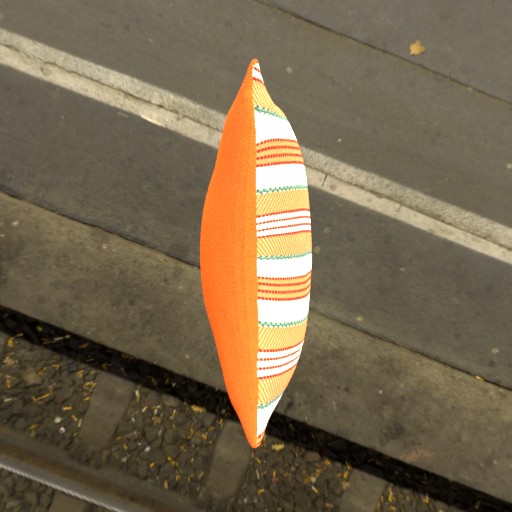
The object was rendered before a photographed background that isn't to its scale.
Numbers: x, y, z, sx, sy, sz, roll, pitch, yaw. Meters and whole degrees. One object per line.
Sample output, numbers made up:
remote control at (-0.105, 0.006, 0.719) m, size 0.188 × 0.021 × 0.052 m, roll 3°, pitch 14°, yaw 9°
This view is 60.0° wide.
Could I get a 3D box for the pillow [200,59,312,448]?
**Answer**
pillow at (0.000, 0.000, 0.699) m, size 0.182 × 0.441 × 0.440 m, roll 0°, pitch 90°, yaw 0°
